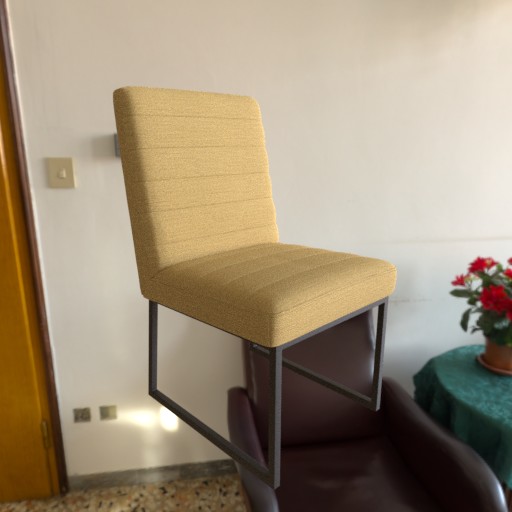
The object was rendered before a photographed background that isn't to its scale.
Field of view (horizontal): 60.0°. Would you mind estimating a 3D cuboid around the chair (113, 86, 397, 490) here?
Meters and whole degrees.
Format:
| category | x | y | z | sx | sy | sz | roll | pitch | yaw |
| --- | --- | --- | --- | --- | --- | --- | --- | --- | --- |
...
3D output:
| category | x | y | z | sx | sy | sz | roll | pitch | yaw |
| --- | --- | --- | --- | --- | --- | --- | --- | --- | --- |
| chair | 0.000 | 0.000 | 1.275 | 0.520 | 0.930 | 0.634 | -14 | 20 | -42 |
